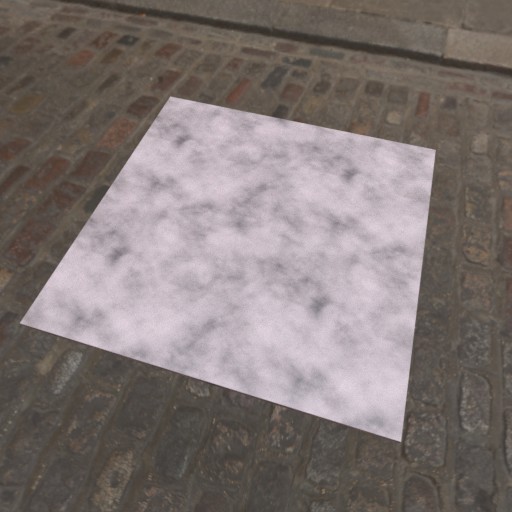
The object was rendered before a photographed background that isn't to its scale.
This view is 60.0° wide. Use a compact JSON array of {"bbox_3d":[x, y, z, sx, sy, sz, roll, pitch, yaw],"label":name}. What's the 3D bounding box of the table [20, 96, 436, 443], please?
[{"bbox_3d":[0.000,0.000,1.334,0.890,0.305,0.890,14,57,10],"label":"table"}]
